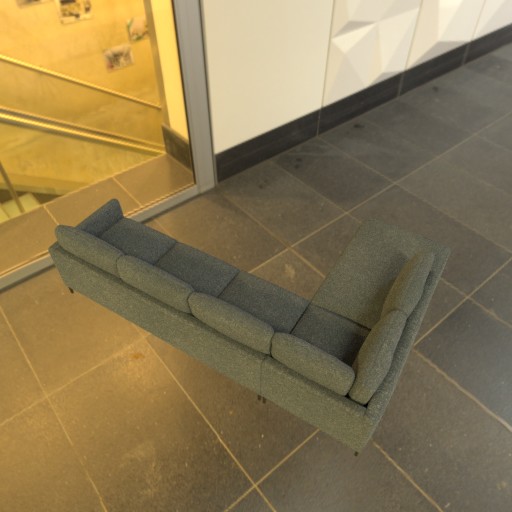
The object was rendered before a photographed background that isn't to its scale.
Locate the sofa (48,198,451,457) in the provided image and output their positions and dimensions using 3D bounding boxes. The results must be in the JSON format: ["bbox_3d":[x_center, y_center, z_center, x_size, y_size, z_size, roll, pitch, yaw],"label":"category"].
[{"bbox_3d":[0.000,0.000,3.930,2.949,0.815,2.007,24,51,21],"label":"sofa"}]
